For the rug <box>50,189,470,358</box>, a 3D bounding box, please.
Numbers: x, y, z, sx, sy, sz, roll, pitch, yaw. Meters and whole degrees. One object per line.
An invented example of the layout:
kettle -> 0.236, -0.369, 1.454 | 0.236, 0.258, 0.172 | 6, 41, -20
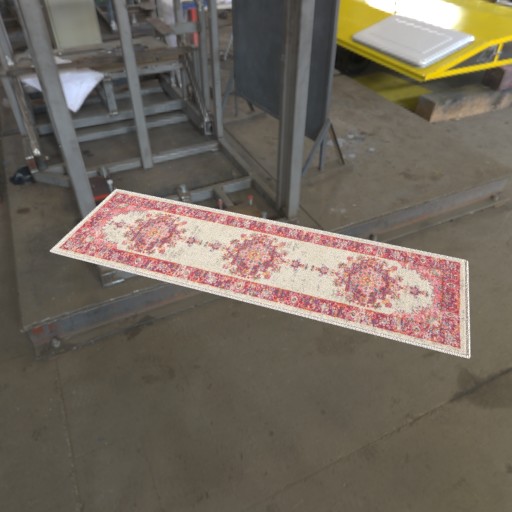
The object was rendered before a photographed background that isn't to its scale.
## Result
rug -> 0.000, 0.000, 2.016 | 1.824, 0.009, 0.562 | 13, 43, 14
